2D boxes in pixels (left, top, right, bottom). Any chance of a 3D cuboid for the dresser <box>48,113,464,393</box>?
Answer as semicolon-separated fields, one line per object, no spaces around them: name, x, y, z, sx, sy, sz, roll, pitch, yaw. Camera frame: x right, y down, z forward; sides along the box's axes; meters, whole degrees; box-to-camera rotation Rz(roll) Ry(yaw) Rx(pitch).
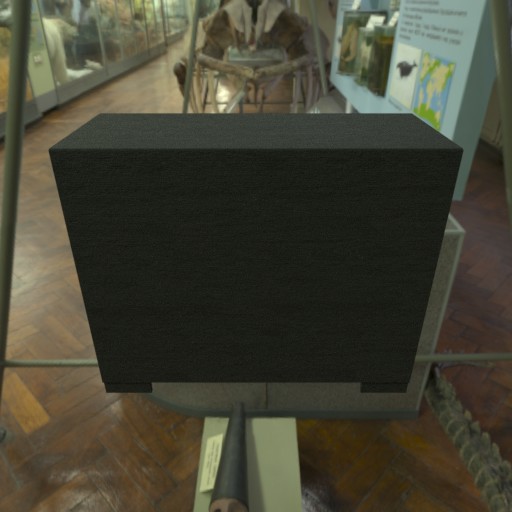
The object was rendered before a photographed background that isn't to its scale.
dresser;0.000;0.000;1.435;0.994;0.816;0.404;0;29;0
